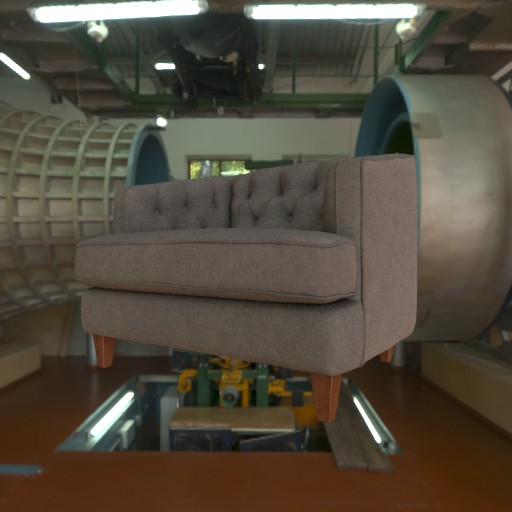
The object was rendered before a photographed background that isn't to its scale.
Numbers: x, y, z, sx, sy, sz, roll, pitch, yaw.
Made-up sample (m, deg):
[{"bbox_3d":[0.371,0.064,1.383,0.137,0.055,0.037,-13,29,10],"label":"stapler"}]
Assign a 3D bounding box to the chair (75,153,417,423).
[{"bbox_3d":[0.000,0.000,1.728,1.104,0.852,0.941,0,1,35],"label":"chair"}]
